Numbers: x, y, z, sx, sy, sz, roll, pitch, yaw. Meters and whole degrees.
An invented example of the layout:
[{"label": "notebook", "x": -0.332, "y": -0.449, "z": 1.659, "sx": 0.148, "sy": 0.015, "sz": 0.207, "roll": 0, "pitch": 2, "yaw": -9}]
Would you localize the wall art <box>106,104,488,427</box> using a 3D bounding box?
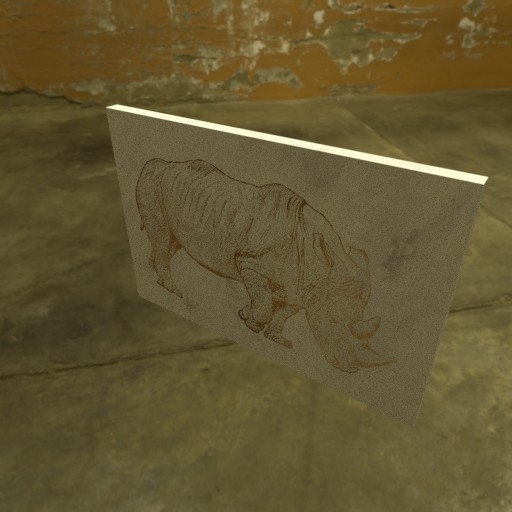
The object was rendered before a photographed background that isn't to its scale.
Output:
[{"label": "wall art", "x": 0.000, "y": 0.000, "z": 1.108, "sx": 0.915, "sy": 0.610, "sz": 0.038, "roll": 20, "pitch": 37, "yaw": 28}]
